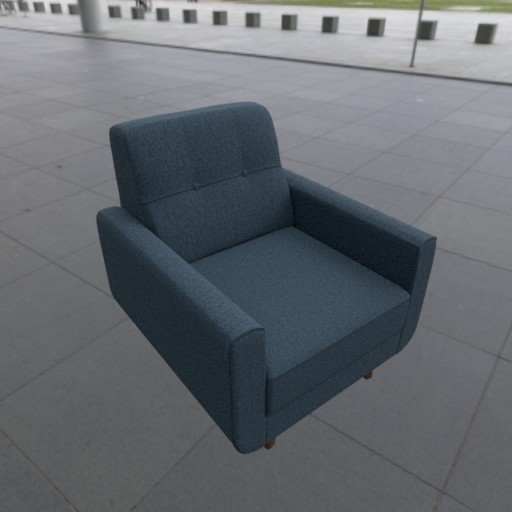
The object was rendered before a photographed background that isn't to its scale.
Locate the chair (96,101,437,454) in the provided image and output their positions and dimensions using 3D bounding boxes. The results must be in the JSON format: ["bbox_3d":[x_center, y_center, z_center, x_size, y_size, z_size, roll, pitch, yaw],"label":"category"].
[{"bbox_3d":[0.000,0.000,1.682,0.880,0.940,0.964,-22,38,-31],"label":"chair"}]
